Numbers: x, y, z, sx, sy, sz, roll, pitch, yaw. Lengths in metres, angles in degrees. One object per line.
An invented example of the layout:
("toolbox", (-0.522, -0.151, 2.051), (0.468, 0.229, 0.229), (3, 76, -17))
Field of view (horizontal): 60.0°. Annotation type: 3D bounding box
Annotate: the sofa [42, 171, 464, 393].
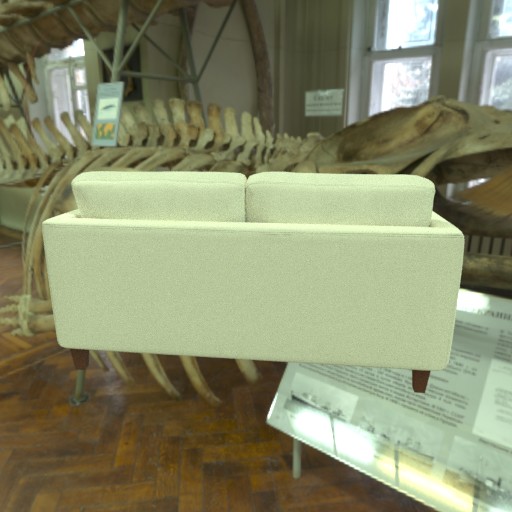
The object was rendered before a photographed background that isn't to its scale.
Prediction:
("sofa", (0.000, 0.000, 2.237), (1.702, 0.888, 0.964), (2, 16, 7))
